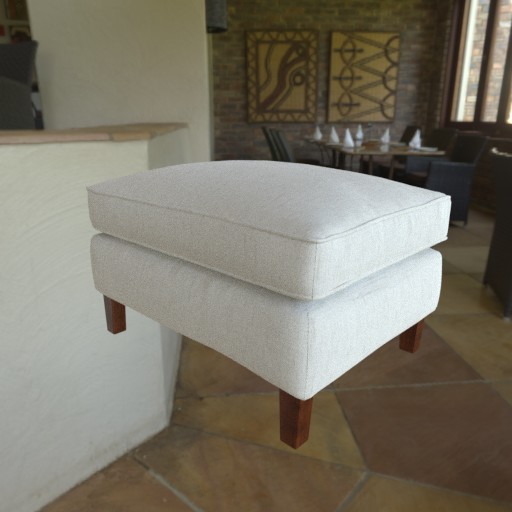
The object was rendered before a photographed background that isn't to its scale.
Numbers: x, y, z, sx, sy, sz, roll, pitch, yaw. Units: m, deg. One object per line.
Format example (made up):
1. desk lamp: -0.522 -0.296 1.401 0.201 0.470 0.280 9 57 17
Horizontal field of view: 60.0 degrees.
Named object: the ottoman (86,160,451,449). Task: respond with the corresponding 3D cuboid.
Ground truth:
1. ottoman: 0.000 0.000 0.977 0.665 0.406 0.501 16 24 41
